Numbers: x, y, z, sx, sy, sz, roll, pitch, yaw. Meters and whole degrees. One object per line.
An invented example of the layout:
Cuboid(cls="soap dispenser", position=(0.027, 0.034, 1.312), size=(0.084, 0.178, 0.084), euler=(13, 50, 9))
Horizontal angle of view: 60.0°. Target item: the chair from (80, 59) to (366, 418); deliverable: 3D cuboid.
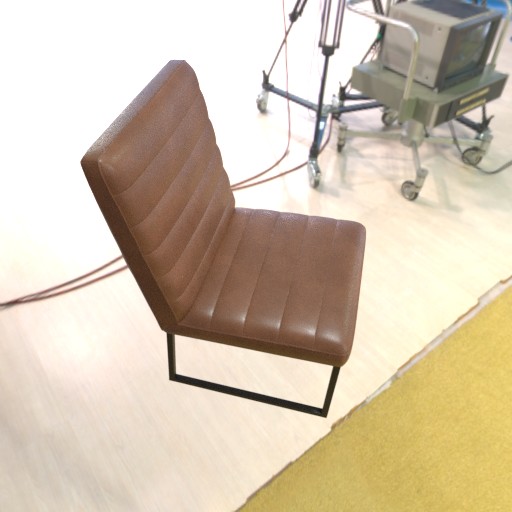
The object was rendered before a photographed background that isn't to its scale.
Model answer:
Cuboid(cls="chair", position=(0.000, 0.000, 1.328), size=(0.634, 0.930, 0.520), euler=(10, 48, 10))
